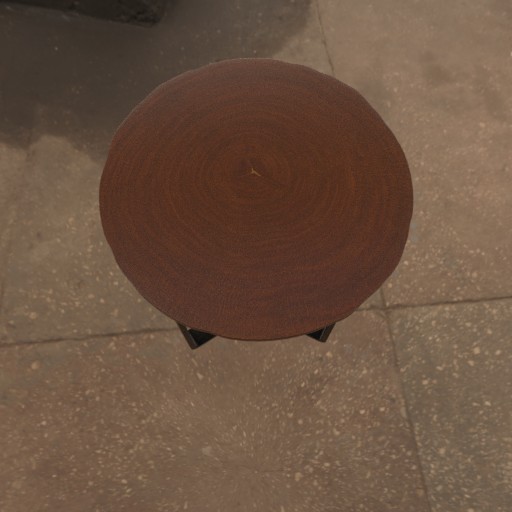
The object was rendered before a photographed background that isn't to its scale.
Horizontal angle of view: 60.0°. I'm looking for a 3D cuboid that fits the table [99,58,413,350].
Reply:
[{"bbox_3d":[0.000,0.000,0.745,0.380,0.450,0.410,-3,64,-1],"label":"table"}]
